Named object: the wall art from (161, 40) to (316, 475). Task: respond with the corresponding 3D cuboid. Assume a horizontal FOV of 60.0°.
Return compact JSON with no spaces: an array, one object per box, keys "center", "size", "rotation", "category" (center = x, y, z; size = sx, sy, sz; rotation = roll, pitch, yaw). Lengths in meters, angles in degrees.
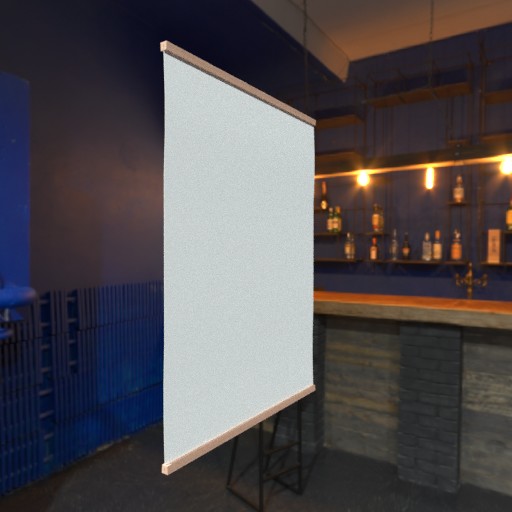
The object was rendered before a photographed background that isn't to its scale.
[{"center":[0.000,0.000,1.345],"size":[0.020,1.013,0.758],"rotation":[1,1,34],"category":"wall art"}]
